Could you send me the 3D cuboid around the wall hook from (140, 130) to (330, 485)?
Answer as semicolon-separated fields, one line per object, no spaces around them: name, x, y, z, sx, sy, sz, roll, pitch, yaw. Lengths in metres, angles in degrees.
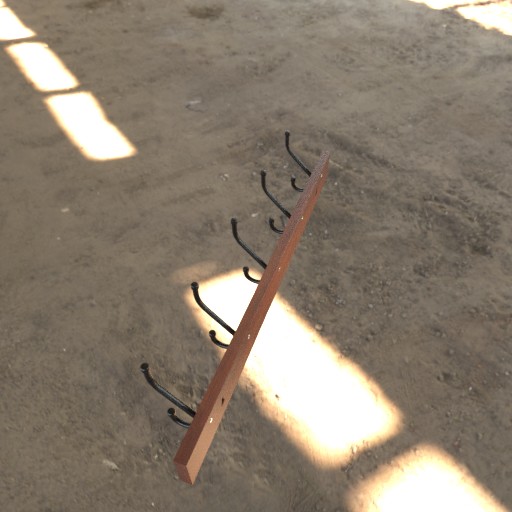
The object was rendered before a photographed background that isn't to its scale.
wall hook;0.000;0.000;0.620;0.071;0.117;0.571;15;48;14
